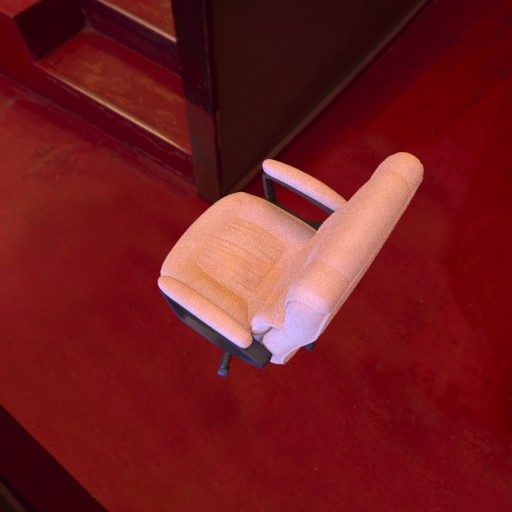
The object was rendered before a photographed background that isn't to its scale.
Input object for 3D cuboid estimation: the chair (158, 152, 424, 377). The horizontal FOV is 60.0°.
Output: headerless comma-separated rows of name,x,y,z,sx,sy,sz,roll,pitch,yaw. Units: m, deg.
chair,0.000,0.000,1.551,0.724,1.105,0.667,33,67,15
